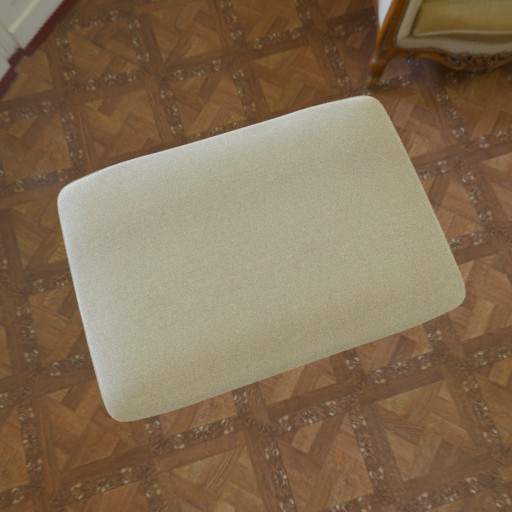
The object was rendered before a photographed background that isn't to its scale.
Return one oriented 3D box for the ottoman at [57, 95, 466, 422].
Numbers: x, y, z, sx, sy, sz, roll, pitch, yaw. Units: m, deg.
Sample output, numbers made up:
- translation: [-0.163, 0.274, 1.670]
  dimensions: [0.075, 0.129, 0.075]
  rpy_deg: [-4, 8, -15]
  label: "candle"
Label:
- translation: [0.000, 0.000, 1.332]
  dimensions: [0.984, 0.453, 0.686]
  rpy_deg: [-18, 76, -5]
  label: "ottoman"
